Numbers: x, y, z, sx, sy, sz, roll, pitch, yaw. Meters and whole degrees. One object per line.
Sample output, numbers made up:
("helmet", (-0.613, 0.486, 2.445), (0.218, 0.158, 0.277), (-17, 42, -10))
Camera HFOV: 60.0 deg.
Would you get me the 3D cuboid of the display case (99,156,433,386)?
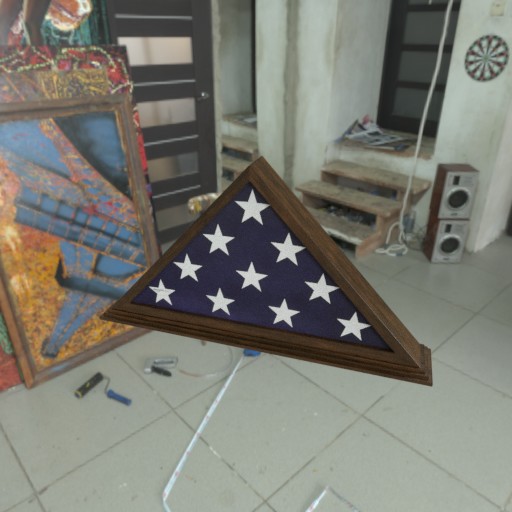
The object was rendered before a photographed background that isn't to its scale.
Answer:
("display case", (0.000, 0.000, 0.783), (0.640, 0.340, 0.095), (8, 27, 16))
